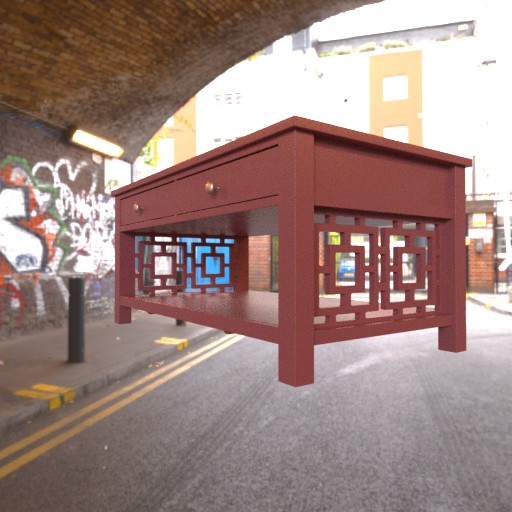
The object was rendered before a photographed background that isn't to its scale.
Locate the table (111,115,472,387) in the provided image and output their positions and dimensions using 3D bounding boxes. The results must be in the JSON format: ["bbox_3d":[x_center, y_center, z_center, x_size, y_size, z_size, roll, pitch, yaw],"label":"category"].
[{"bbox_3d":[0.000,0.000,1.399,0.612,0.493,1.068,0,-1,-35],"label":"table"}]
